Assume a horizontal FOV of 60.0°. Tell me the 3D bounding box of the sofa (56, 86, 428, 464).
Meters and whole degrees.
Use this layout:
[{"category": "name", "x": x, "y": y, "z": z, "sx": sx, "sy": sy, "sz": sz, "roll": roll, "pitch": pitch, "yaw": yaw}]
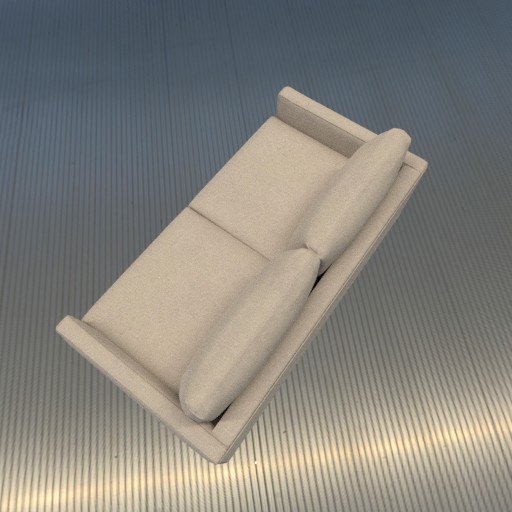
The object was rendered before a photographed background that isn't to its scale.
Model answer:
[{"category": "sofa", "x": 0.000, "y": 0.000, "z": 2.153, "sx": 0.875, "sy": 0.840, "sz": 1.682, "roll": 34, "pitch": 69, "yaw": 15}]
